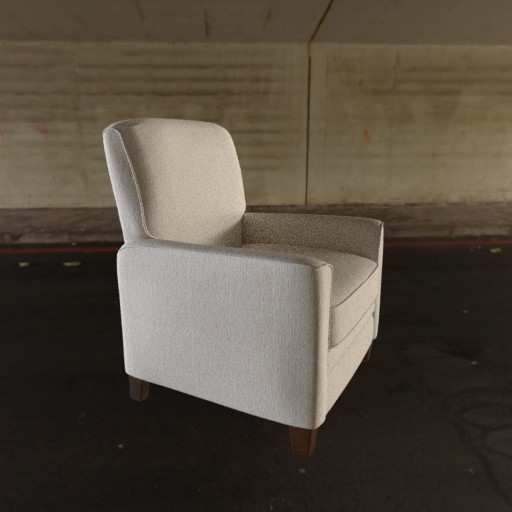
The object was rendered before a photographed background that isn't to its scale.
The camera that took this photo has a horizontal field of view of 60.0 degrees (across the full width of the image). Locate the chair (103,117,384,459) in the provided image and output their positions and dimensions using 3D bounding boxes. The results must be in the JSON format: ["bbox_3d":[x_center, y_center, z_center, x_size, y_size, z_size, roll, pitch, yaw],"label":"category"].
[{"bbox_3d":[0.000,0.000,1.714,0.858,1.028,0.841,7,16,27],"label":"chair"}]
